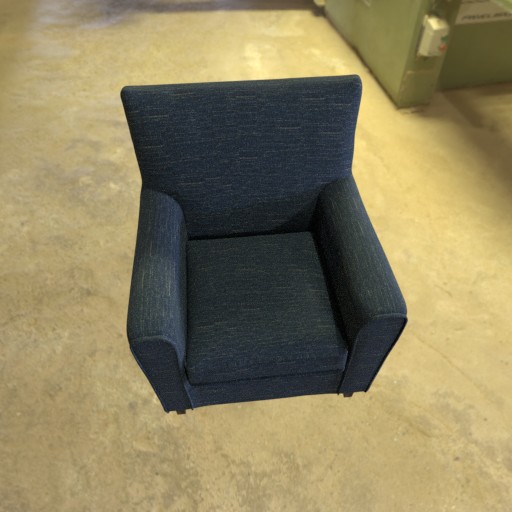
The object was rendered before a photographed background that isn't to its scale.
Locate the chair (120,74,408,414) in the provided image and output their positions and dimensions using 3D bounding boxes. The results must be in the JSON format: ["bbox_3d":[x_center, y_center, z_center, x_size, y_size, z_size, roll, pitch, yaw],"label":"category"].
[{"bbox_3d":[0.000,0.000,1.629,0.864,0.928,0.873,-4,48,-4],"label":"chair"}]
